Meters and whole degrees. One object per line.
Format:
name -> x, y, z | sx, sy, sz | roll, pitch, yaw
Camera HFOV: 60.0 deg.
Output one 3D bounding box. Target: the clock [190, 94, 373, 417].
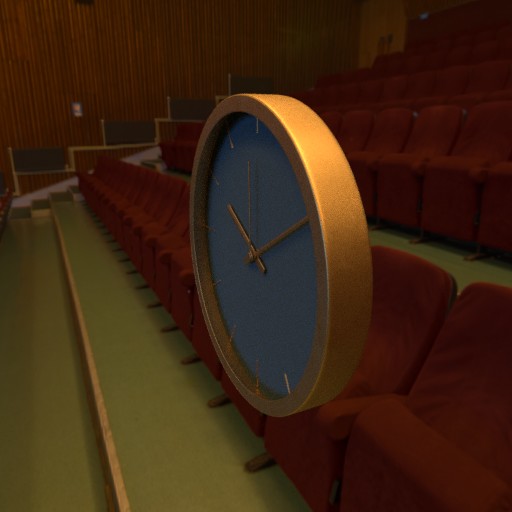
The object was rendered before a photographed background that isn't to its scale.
clock -> 0.000, 0.000, 0.457 | 0.040, 0.314, 0.314 | -8, 18, -25
